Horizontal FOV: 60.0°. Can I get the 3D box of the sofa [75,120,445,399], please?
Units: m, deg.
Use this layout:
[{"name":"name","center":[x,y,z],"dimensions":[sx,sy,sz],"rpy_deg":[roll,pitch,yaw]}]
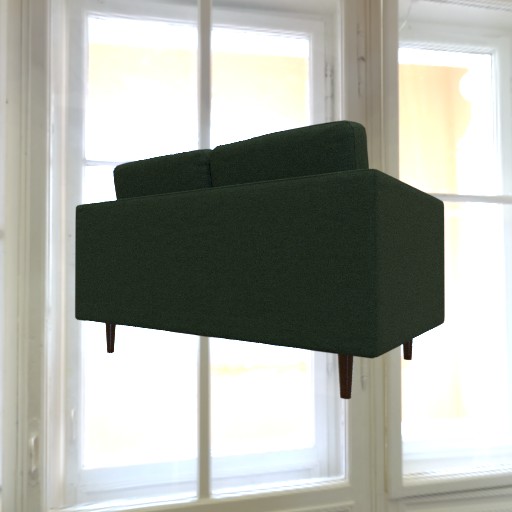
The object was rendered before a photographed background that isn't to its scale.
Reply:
[{"name":"sofa","center":[0.000,0.000,1.992],"dimensions":[1.430,0.899,0.879],"rpy_deg":[0,-1,35]}]
